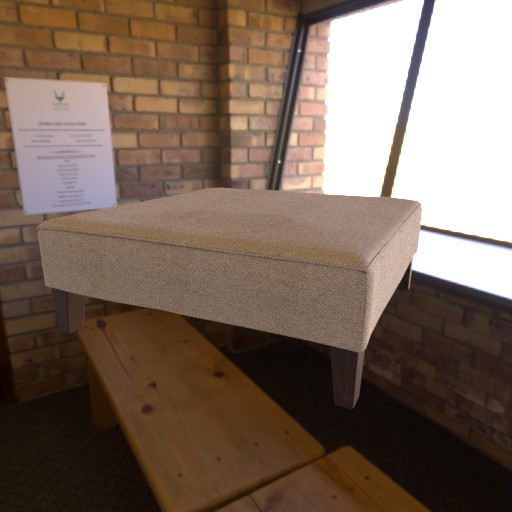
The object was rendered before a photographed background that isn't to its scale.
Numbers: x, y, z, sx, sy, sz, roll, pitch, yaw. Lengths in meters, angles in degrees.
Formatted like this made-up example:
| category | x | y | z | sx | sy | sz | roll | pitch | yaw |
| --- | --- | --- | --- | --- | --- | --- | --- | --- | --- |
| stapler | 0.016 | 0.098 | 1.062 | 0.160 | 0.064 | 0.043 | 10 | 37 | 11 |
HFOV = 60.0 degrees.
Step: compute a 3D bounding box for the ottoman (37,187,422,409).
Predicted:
| category | x | y | z | sx | sy | sz | roll | pitch | yaw |
| --- | --- | --- | --- | --- | --- | --- | --- | --- | --- |
| ottoman | 0.000 | 0.000 | 1.546 | 0.982 | 0.381 | 0.973 | 7 | 17 | 25 |
